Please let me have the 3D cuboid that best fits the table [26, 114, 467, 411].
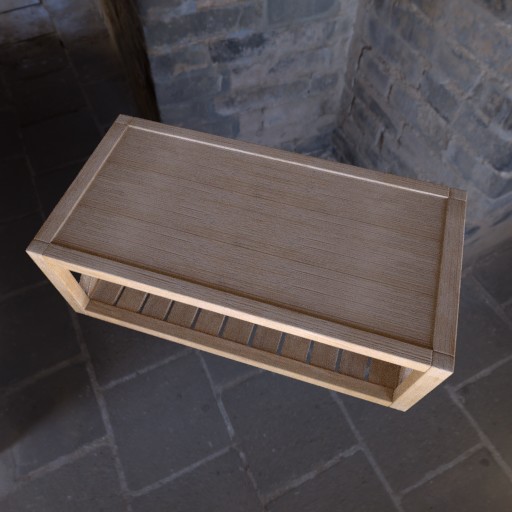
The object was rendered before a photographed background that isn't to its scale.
[{"bbox_3d":[0.000,0.000,1.643,1.321,0.457,0.660,15,59,9],"label":"table"}]
